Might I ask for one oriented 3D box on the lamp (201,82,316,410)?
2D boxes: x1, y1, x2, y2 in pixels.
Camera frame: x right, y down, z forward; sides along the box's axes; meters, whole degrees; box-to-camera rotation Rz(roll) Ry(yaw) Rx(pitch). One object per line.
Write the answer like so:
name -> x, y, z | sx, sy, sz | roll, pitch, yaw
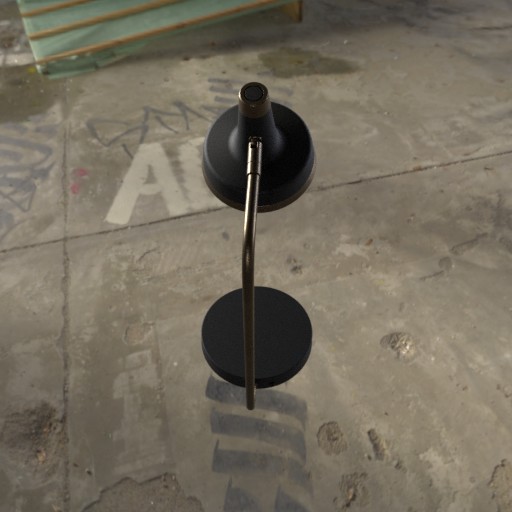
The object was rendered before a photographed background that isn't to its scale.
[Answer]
lamp -> 0.000, 0.000, 0.500 | 0.162, 0.385, 0.218 | 3, 47, 3
